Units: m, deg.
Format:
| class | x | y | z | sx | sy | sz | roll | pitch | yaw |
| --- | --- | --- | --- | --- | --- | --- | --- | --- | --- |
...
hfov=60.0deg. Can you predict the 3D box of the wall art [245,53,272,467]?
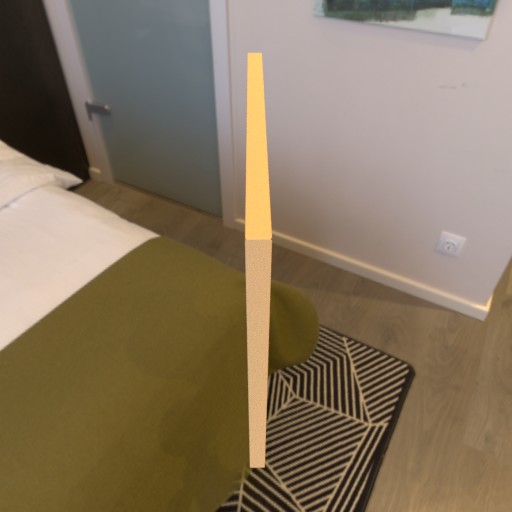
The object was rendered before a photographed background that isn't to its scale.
| class | x | y | z | sx | sy | sz | roll | pitch | yaw |
| --- | --- | --- | --- | --- | --- | --- | --- | --- | --- |
| wall art | 0.000 | 0.000 | 1.149 | 0.037 | 0.761 | 0.761 | 0 | 42 | 0 |
